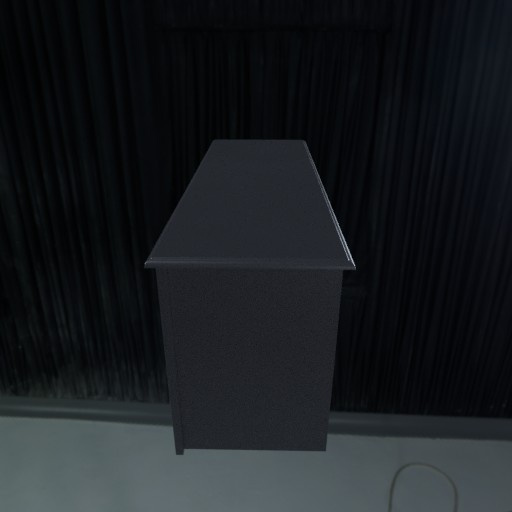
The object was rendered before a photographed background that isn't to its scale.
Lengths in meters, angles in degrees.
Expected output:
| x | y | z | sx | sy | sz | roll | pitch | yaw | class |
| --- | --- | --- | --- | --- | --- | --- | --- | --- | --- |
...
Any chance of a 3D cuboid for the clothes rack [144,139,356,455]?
| x | y | z | sx | sy | sz | roll | pitch | yaw | class |
| --- | --- | --- | --- | --- | --- | --- | --- | --- | --- |
| 0.000 | 0.000 | 1.513 | 0.406 | 0.556 | 1.219 | 1 | 25 | 1 | clothes rack |
